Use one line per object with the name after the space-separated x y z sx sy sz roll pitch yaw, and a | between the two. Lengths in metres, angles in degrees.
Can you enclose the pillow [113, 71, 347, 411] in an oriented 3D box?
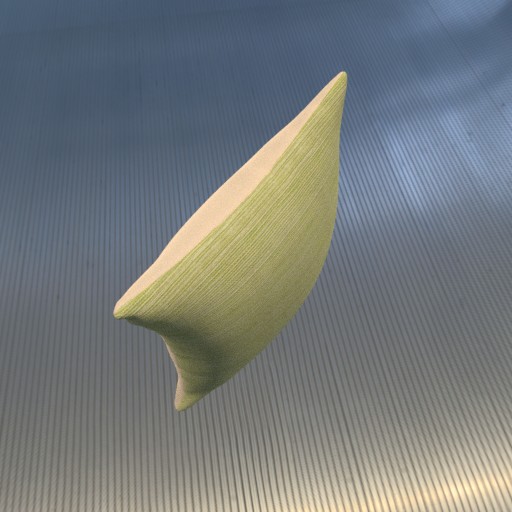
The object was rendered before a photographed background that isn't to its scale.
0.000 0.000 0.826 0.229 0.487 0.560 31 63 18 | pillow
